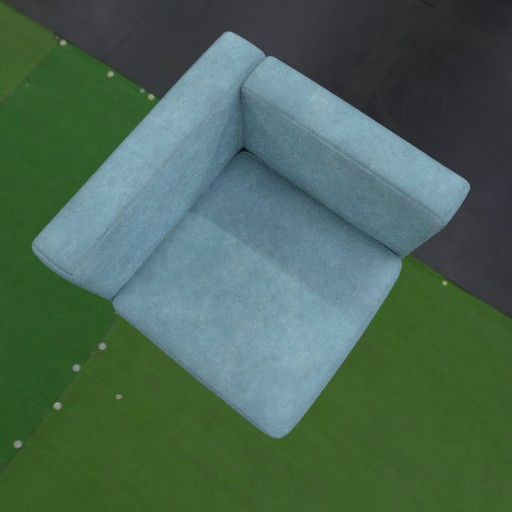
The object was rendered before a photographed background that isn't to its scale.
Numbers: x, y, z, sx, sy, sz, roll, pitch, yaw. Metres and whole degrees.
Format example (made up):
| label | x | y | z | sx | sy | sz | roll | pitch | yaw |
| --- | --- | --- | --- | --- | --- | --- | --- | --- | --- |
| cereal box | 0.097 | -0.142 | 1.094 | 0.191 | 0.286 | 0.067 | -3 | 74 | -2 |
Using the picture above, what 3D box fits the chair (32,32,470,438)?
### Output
| label | x | y | z | sx | sy | sz | roll | pitch | yaw |
| --- | --- | --- | --- | --- | --- | --- | --- | --- | --- |
| chair | 0.000 | 0.000 | 1.208 | 0.684 | 0.660 | 0.691 | 36 | 79 | 8 |
